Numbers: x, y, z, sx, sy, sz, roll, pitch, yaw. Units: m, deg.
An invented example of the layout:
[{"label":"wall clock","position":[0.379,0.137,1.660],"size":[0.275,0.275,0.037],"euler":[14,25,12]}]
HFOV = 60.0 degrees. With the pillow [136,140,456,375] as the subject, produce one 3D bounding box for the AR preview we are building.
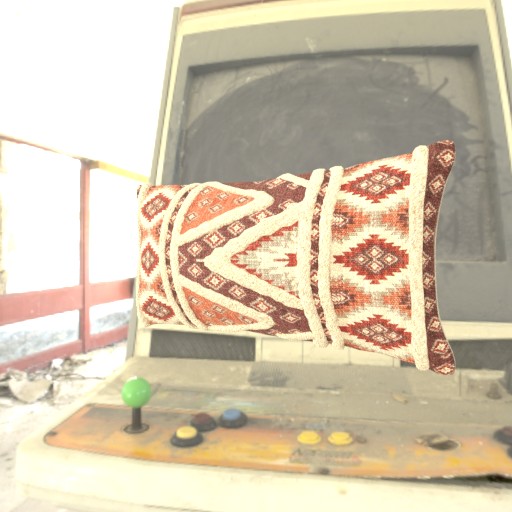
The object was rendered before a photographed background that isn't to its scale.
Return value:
[{"label":"pillow","position":[0.000,0.000,0.726],"size":[0.608,0.295,0.161],"euler":[1,1,36]}]
